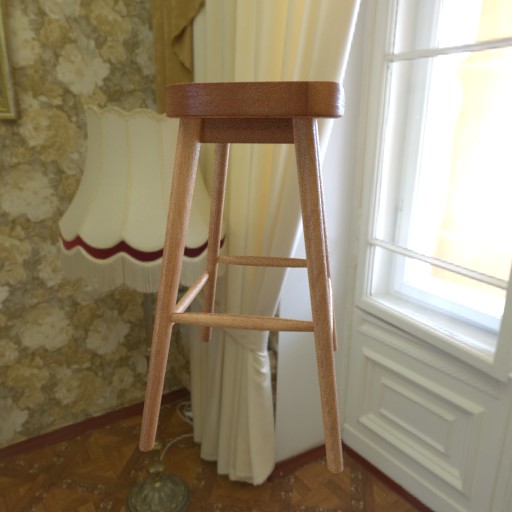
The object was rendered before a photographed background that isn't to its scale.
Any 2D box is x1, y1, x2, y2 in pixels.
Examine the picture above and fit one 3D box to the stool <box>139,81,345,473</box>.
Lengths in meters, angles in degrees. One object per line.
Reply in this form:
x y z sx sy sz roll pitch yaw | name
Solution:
0.000 0.000 0.879 0.361 0.615 0.440 3 17 8 | stool
